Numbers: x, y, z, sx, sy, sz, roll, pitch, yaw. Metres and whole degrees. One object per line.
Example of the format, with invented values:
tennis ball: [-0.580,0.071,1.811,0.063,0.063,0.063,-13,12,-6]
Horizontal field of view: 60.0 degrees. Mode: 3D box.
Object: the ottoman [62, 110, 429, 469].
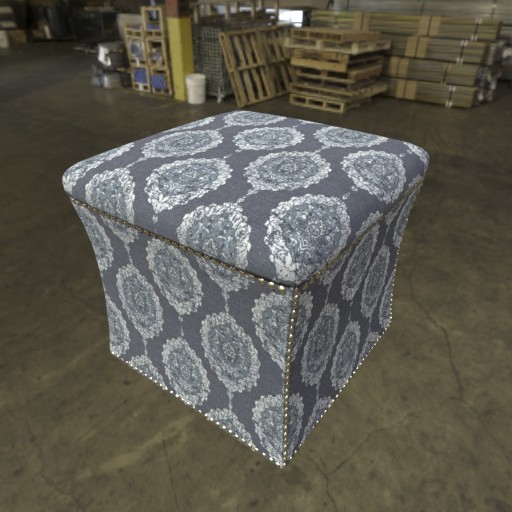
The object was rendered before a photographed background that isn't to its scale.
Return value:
ottoman: [0.000,0.000,0.908,0.497,0.475,0.507,22,38,30]
